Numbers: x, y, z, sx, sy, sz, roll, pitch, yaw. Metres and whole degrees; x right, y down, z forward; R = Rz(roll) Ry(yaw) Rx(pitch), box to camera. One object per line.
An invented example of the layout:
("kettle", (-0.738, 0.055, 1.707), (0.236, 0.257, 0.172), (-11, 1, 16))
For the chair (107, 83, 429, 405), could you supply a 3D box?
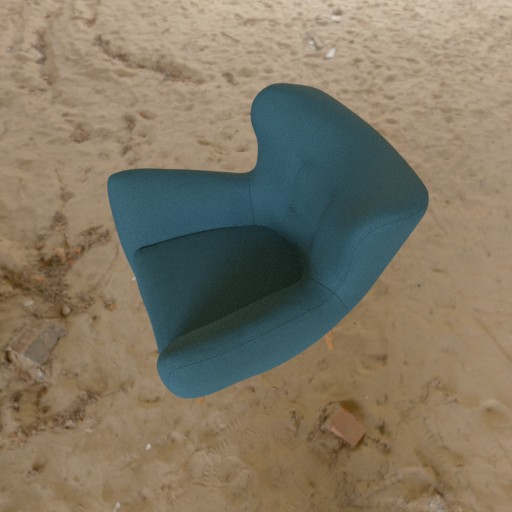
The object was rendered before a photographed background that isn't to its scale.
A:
("chair", (0.000, 0.000, 1.618), (0.889, 0.889, 0.890), (-17, 50, -15))
